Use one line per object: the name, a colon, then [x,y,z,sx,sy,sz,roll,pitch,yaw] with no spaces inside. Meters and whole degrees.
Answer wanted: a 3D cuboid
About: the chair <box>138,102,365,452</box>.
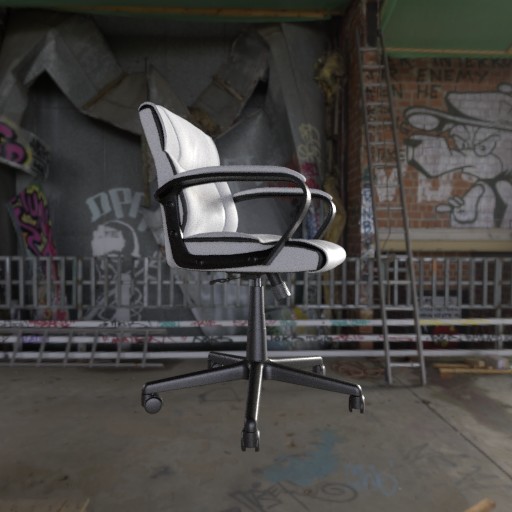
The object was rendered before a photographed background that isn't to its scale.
chair: [0.000,0.000,1.494,0.717,1.004,0.739,1,2,18]
